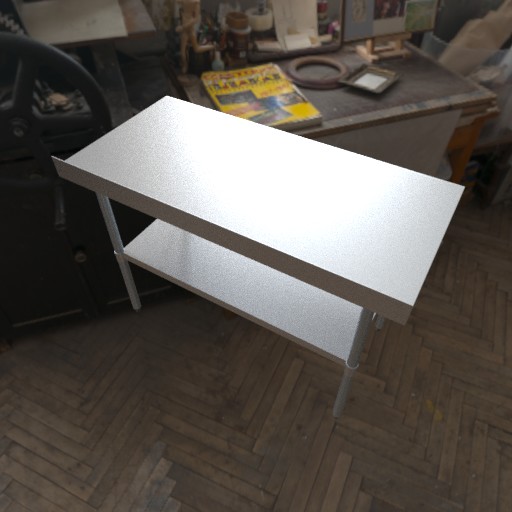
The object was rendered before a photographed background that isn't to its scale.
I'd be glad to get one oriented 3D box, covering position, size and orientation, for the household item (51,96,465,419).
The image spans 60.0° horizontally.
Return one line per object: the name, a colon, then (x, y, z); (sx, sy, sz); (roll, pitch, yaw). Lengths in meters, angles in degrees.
household item: (0.000, 0.000, 1.744); (1.219, 0.851, 0.610); (23, 50, 21)
